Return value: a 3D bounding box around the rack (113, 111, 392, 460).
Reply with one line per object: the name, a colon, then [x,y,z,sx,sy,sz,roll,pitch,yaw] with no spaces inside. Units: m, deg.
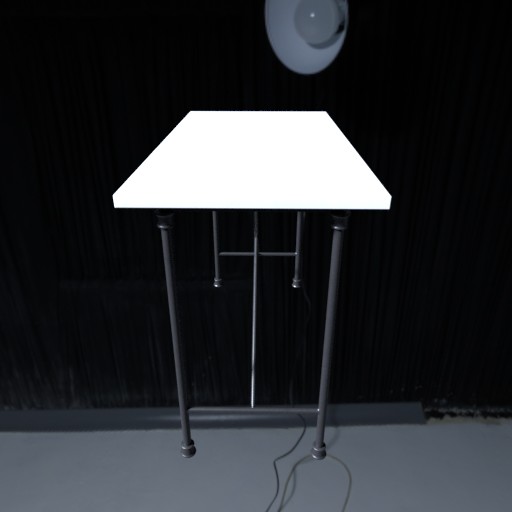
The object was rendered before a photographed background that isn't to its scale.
rack: [0.000,0.000,1.687,0.613,0.880,1.159,0,27,1]
